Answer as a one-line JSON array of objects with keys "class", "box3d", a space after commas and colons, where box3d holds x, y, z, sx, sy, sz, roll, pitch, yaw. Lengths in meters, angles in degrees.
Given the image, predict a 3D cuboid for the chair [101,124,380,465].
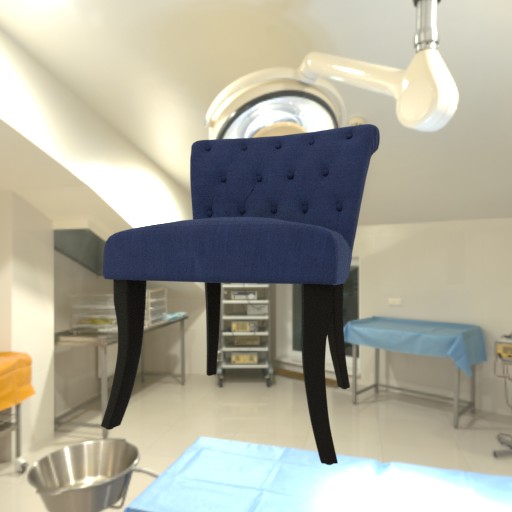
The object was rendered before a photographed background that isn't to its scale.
[{"class": "chair", "box3d": [0.000, 0.000, 1.151, 0.585, 0.753, 0.606, 0, 0, 20]}]
